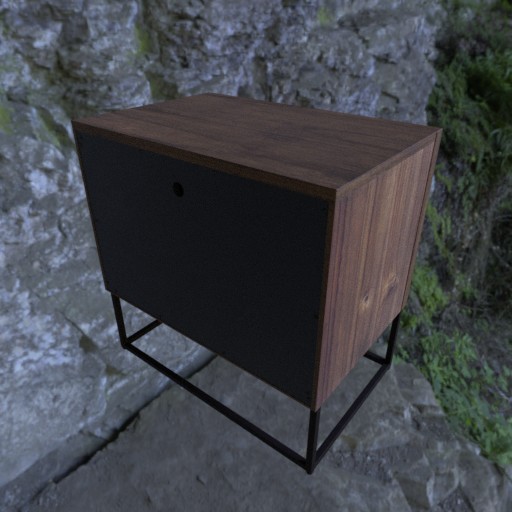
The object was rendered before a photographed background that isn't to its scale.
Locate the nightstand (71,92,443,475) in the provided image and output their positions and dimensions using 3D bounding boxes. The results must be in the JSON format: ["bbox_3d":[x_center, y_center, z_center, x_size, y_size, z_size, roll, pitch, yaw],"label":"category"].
[{"bbox_3d":[0.000,0.000,1.029,0.610,0.610,0.437,22,36,33],"label":"nightstand"}]
